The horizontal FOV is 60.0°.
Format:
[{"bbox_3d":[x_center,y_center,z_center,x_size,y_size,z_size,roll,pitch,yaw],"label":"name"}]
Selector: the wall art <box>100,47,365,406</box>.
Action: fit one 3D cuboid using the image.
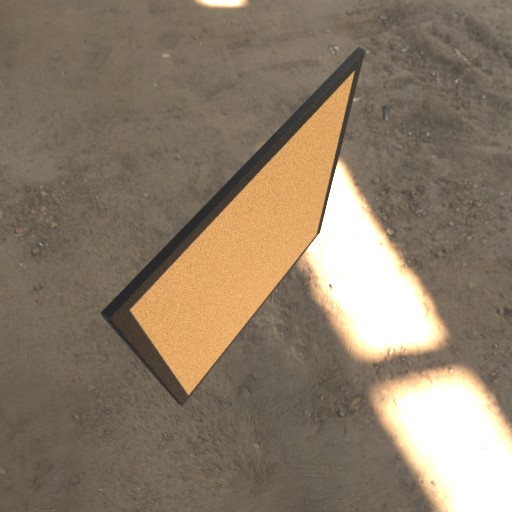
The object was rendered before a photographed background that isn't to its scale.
[{"bbox_3d":[0.000,0.000,0.993,0.016,0.659,0.663,33,67,16],"label":"wall art"}]
